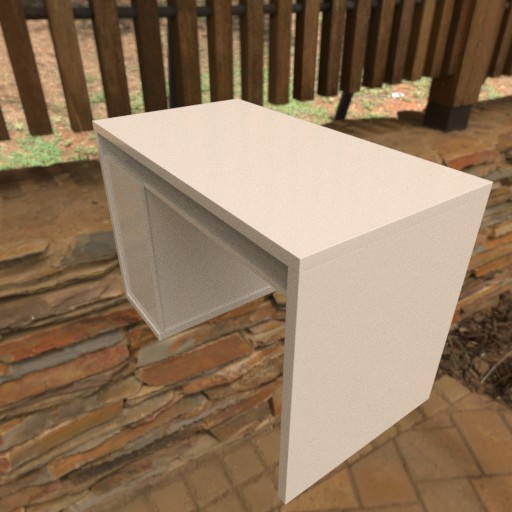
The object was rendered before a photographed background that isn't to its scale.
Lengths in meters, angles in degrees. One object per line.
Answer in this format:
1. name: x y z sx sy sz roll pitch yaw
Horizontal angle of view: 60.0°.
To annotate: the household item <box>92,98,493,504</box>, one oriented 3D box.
1. household item: 0.000 0.000 1.479 0.597 0.749 1.100 -20 37 -30
